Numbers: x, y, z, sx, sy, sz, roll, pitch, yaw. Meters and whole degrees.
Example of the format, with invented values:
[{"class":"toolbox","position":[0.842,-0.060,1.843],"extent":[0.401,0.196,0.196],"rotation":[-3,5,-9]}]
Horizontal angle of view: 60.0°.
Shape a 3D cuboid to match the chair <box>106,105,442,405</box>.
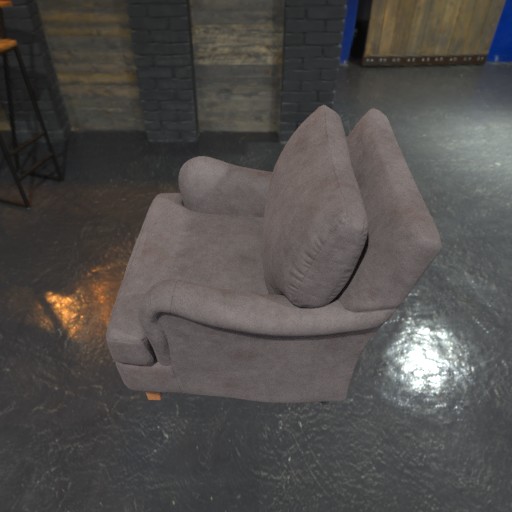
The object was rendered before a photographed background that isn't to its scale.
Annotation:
[{"class":"chair","position":[0.000,0.000,1.845],"extent":[1.070,0.997,0.955],"rotation":[1,41,1]}]
